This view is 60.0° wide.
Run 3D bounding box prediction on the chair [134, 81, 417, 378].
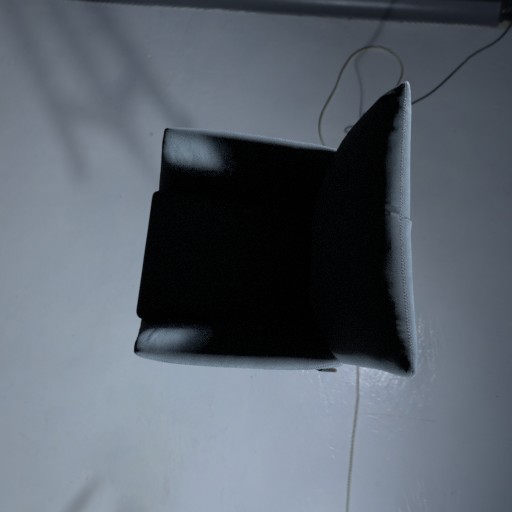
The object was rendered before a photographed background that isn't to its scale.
[{"bbox_3d":[0.000,0.000,1.360,0.709,0.858,0.678,4,75,1],"label":"chair"}]
